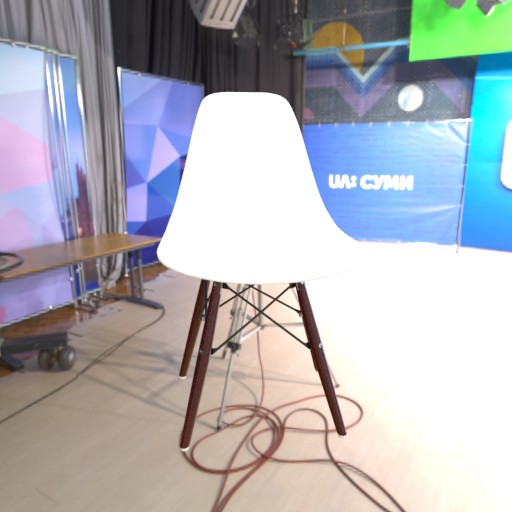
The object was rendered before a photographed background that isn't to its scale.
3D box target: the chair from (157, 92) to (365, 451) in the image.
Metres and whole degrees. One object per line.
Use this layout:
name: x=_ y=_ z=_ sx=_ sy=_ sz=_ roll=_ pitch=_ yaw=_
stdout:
chair: x=0.000 y=0.000 z=1.118 sx=0.470 sy=0.826 sz=0.533 roll=-2 pitch=15 yaw=-7
